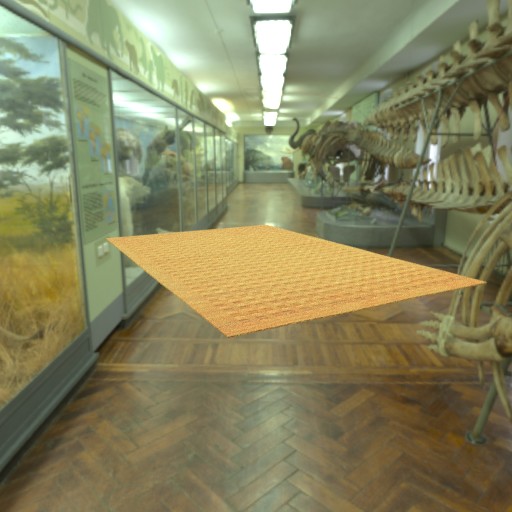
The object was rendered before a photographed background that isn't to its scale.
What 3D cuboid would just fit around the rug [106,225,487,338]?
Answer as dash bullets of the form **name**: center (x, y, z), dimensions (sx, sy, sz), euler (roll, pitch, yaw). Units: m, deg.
- **rug**: center (0.000, 0.000, 2.245), dimensions (1.143, 0.006, 1.747), euler (-7, 14, -28)
